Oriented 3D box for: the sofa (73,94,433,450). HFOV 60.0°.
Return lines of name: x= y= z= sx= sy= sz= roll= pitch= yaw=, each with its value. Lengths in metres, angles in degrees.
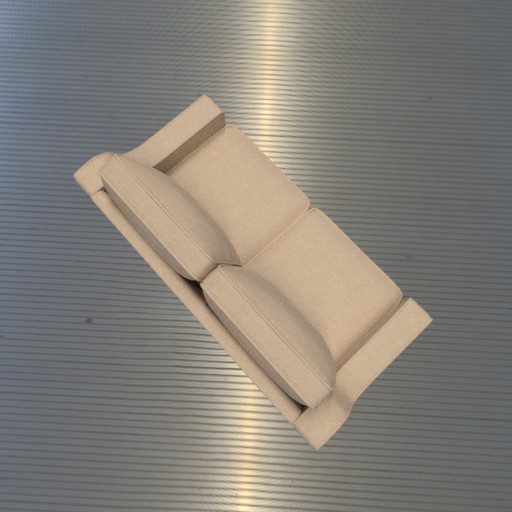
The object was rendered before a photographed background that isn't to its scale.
sofa: x=0.000 y=0.000 z=3.621 sx=1.351 sy=1.562 sz=2.587 roll=-42 pitch=80 yaw=-9
